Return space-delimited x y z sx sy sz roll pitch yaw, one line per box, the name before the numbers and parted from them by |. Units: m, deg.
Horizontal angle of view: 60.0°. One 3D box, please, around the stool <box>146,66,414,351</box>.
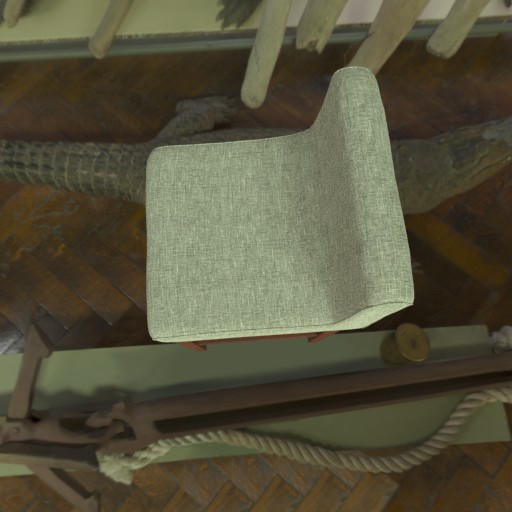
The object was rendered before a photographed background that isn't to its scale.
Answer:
stool | 0.000 0.000 1.087 0.459 0.835 0.417 -4 74 -1
